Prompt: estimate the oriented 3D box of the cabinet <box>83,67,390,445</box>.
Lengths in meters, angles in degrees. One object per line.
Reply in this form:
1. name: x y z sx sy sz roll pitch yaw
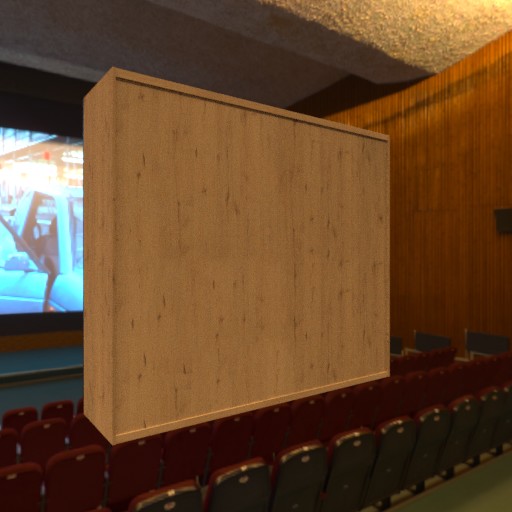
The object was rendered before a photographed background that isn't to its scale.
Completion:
1. cabinet: 0.000 0.000 3.545 2.500 2.180 0.660 0 0 -36
